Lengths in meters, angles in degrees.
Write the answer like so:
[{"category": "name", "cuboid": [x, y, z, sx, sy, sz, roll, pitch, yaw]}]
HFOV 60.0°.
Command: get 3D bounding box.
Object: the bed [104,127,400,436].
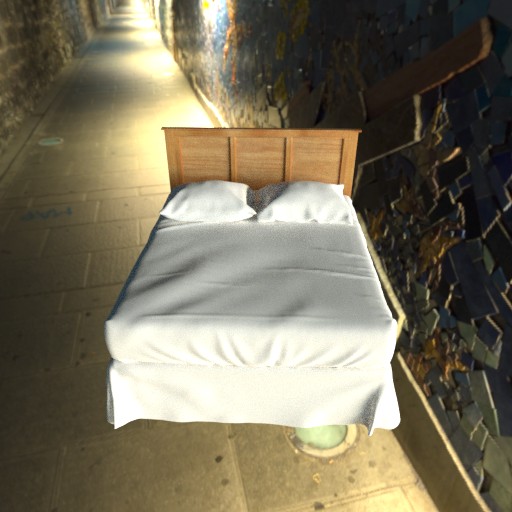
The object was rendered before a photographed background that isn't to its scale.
[{"category": "bed", "cuboid": [0.000, 0.000, 3.166, 1.870, 1.273, 2.035, 1, 32, 2]}]
